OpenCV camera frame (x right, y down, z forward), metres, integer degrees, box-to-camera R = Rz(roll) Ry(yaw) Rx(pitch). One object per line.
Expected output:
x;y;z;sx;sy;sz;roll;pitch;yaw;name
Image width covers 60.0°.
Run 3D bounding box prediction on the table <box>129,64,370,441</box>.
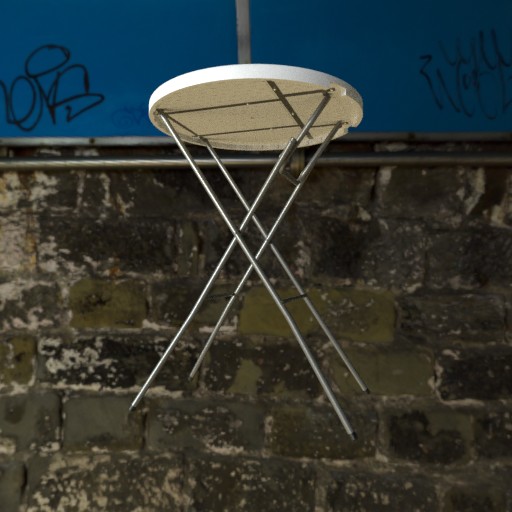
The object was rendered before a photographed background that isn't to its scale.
0.000;0.000;1.674;0.795;1.105;0.792;-1;-2;18;table
